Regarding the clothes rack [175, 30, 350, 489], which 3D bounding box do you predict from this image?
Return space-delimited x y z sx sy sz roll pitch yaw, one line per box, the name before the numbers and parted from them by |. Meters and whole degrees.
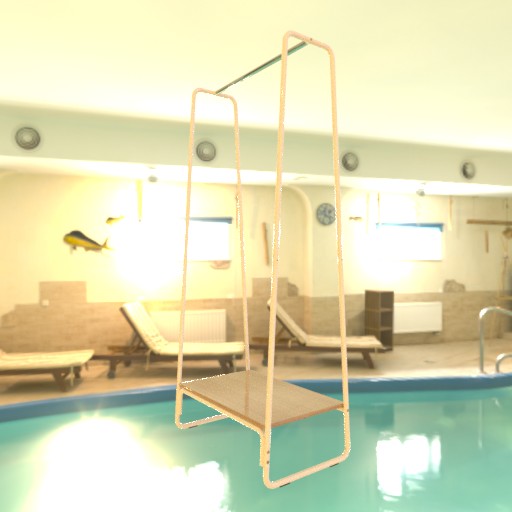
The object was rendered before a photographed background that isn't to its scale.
clothes rack | 0.000 0.000 1.770 0.400 1.500 0.640 0 0 -37
